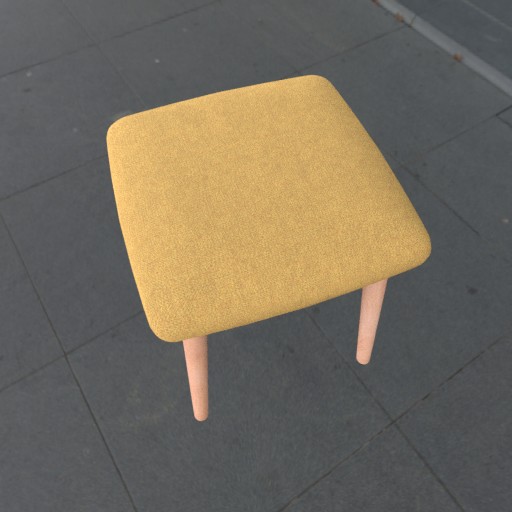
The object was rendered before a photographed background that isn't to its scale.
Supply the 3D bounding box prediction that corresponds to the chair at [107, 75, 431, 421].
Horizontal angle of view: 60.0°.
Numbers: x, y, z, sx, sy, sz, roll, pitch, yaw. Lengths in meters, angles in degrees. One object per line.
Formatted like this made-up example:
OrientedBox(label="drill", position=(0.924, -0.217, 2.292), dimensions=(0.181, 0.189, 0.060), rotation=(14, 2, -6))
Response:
OrientedBox(label="chair", position=(0.000, 0.000, 0.718), dimensions=(0.350, 0.440, 0.350), rotation=(-16, 61, -9))
